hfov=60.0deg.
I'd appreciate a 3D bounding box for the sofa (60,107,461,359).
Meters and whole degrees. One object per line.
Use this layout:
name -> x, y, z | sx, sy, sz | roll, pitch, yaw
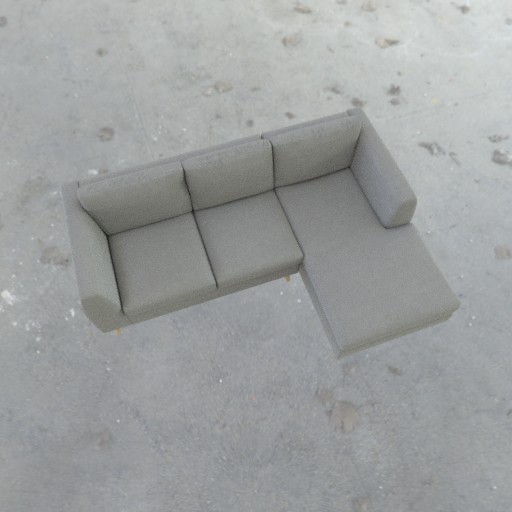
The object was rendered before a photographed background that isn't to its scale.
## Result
sofa -> 0.000, 0.000, 3.033 | 2.300, 0.860, 1.580 | -17, 63, -9
